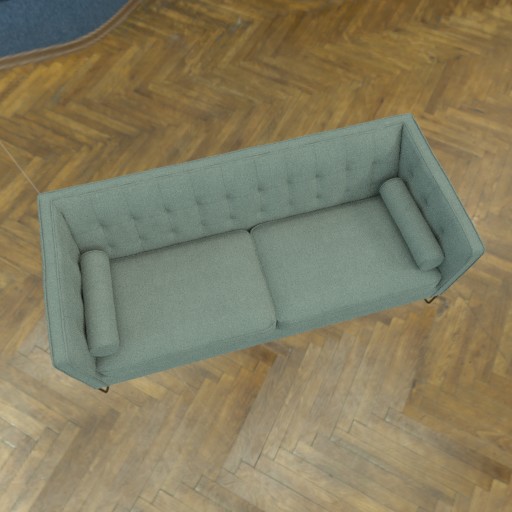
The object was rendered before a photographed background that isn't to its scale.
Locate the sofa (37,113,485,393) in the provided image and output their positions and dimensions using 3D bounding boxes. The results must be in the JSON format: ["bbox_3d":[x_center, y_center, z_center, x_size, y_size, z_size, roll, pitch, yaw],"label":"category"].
[{"bbox_3d":[0.000,0.000,2.516,2.079,0.798,0.912,-14,65,-7],"label":"sofa"}]
